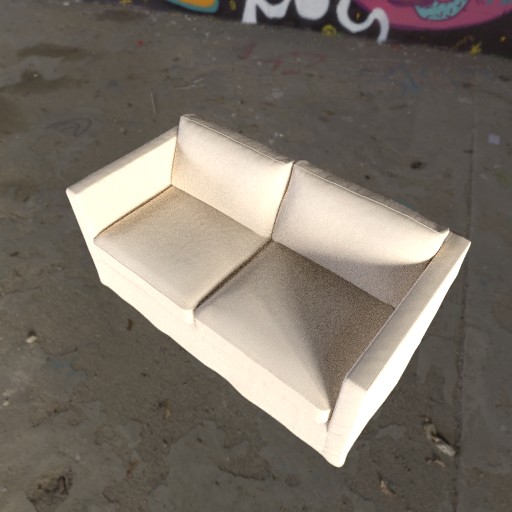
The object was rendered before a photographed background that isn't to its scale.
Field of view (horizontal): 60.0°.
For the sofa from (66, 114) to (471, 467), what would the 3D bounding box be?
[{"bbox_3d":[0.000,0.000,2.294,1.746,0.834,0.962,31,54,26],"label":"sofa"}]
